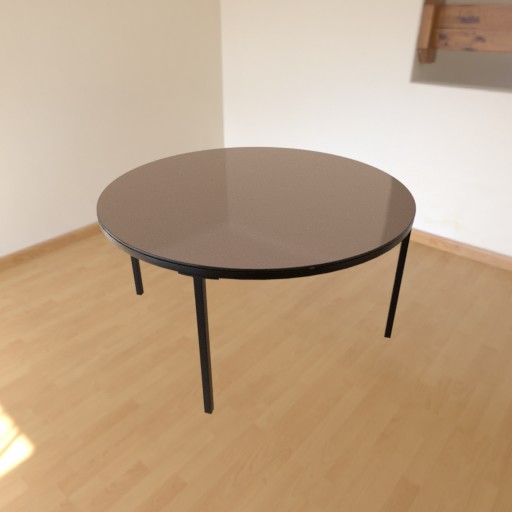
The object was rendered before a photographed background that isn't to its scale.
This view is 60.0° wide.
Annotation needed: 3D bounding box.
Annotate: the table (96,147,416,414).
[{"bbox_3d":[0.000,0.000,1.259,0.800,0.400,0.800,0,30,0],"label":"table"}]
